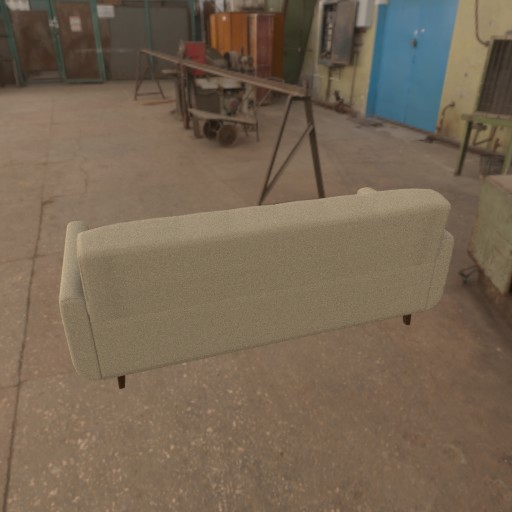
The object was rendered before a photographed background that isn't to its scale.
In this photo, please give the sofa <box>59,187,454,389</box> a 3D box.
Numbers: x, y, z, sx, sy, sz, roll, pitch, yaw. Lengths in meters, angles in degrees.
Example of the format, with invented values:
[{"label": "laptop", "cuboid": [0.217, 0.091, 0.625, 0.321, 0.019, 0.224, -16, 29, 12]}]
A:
[{"label": "sofa", "cuboid": [0.000, 0.000, 2.688, 2.137, 0.892, 0.980, -9, 29, -16]}]
